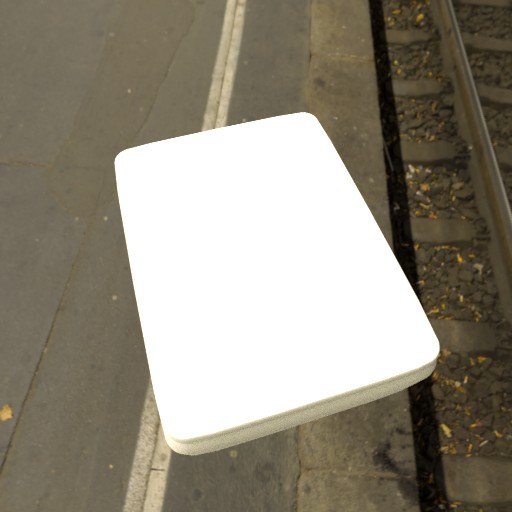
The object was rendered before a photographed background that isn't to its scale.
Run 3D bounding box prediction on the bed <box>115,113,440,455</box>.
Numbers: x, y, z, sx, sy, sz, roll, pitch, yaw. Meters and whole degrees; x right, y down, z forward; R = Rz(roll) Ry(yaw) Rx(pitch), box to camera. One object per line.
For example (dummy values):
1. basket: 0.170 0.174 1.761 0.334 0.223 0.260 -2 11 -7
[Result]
1. bed: 0.000 0.000 2.778 1.520 0.460 2.036 -15 59 -9
